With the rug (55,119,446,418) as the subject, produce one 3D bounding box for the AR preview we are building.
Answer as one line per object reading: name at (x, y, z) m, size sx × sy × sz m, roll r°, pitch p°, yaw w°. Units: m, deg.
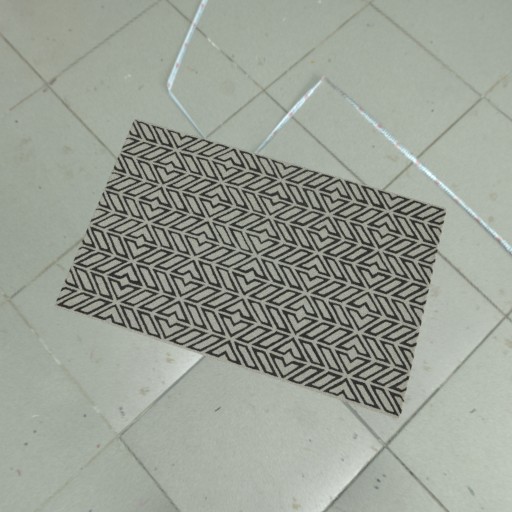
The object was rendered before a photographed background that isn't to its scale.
rug at (0.000, 0.000, 3.143) m, size 2.438 × 0.008 × 1.523 m, roll 17°, pitch 76°, yaw 4°
